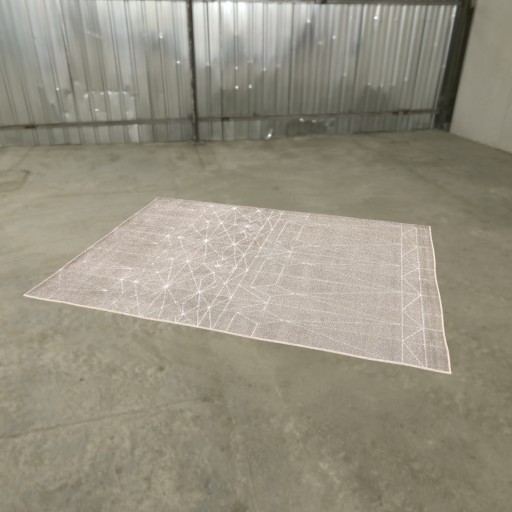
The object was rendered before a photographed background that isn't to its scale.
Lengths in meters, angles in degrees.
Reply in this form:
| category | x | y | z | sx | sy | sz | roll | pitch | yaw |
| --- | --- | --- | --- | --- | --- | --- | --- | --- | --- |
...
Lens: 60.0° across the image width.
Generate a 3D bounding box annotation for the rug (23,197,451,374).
| category | x | y | z | sx | sy | sz | roll | pitch | yaw |
| --- | --- | --- | --- | --- | --- | --- | --- | --- | --- |
| rug | 0.000 | 0.000 | 4.329 | 3.357 | 0.019 | 2.449 | 8 | 29 | 14 |
